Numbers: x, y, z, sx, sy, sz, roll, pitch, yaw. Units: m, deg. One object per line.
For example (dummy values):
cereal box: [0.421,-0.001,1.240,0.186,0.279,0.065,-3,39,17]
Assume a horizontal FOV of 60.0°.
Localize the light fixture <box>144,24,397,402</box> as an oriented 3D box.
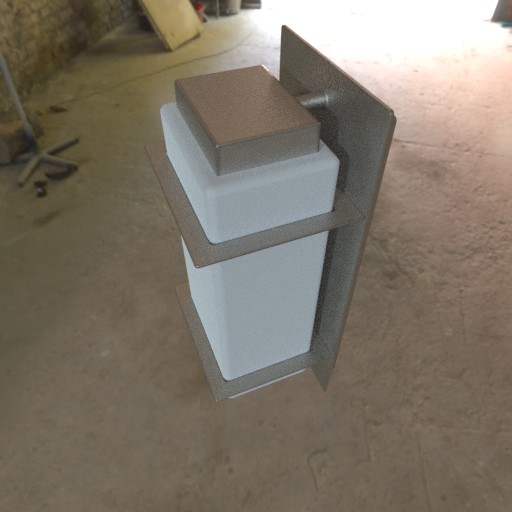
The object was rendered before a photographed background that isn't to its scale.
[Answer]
light fixture: [0.000,0.000,0.457,0.160,0.380,0.168,-17,49,-15]
